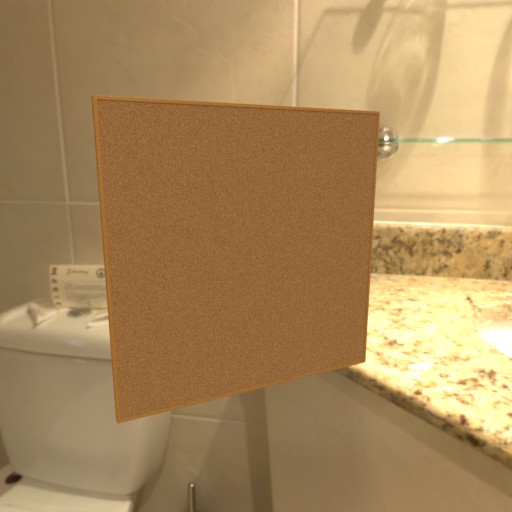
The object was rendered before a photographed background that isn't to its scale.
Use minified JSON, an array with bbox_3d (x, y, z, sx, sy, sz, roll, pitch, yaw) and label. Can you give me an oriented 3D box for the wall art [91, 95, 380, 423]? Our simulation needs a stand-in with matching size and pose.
[{"bbox_3d":[0.000,0.000,0.701,0.457,0.455,0.013,-6,14,-25],"label":"wall art"}]
